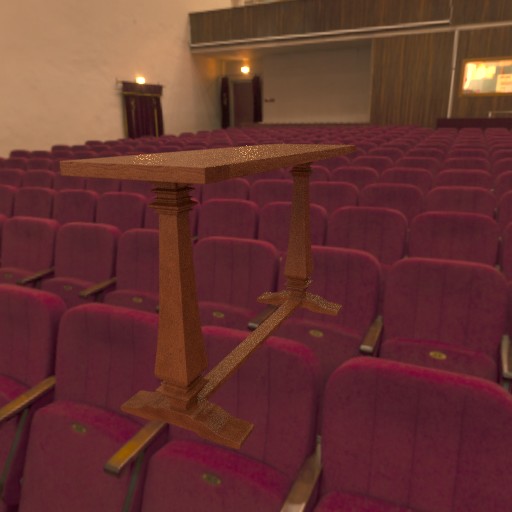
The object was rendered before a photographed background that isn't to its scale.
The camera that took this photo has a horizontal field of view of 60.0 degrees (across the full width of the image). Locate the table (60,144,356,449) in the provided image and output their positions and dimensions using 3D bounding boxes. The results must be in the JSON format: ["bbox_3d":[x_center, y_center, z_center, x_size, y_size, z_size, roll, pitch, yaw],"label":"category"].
[{"bbox_3d":[0.000,0.000,1.839,0.461,0.852,1.478,7,18,24],"label":"table"}]
